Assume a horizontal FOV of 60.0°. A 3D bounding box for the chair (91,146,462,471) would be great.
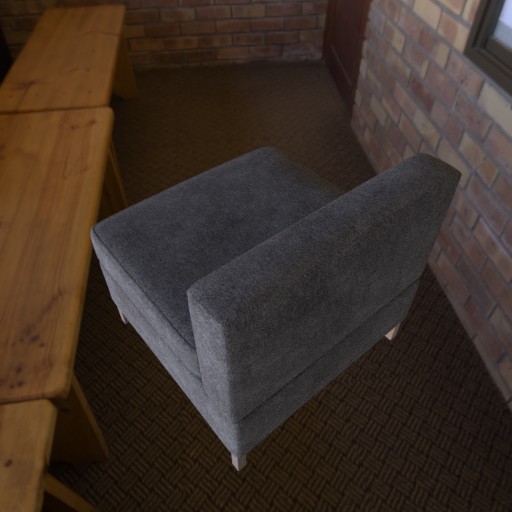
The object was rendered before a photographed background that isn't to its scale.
[{"bbox_3d":[0.000,0.000,1.230,0.680,0.660,0.680,-31,53,-27],"label":"chair"}]
